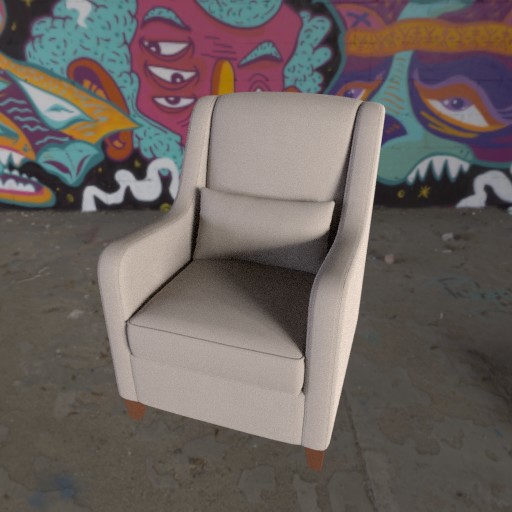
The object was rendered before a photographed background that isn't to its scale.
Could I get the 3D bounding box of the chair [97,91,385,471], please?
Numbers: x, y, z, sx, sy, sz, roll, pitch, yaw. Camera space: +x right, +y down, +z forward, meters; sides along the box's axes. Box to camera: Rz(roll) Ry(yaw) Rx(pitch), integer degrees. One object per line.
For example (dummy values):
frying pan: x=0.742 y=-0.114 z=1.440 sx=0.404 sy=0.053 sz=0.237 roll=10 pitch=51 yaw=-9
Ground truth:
chair: x=0.000 y=0.000 z=1.559 sx=0.715 sy=1.010 sz=0.863 roll=8 pitch=28 yaw=16
